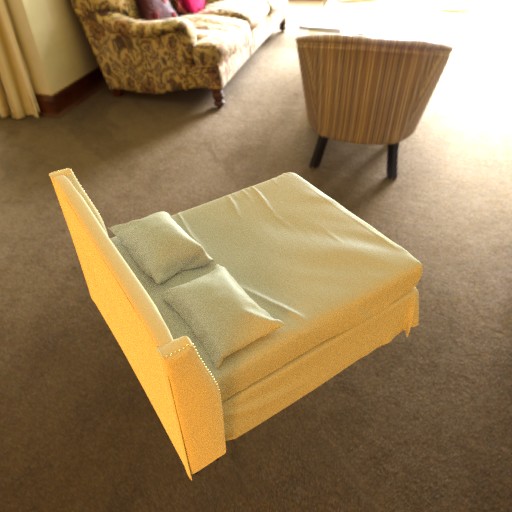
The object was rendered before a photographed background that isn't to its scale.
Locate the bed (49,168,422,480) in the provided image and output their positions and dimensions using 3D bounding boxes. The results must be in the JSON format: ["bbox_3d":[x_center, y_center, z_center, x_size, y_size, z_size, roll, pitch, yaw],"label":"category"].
[{"bbox_3d":[0.000,0.000,3.426,2.276,1.332,1.925,-24,47,-25],"label":"bed"}]
